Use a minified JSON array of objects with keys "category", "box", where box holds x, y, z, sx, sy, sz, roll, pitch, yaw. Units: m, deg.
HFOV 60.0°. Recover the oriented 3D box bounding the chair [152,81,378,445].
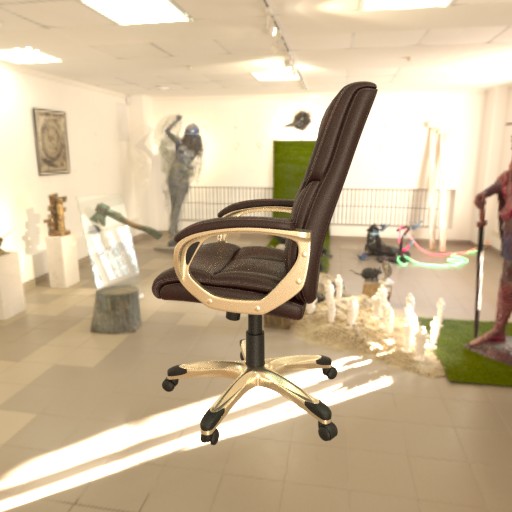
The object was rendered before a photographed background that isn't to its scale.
[{"category":"chair","box":[0.000,0.000,1.565,0.739,1.107,0.662,2,13,9]}]
